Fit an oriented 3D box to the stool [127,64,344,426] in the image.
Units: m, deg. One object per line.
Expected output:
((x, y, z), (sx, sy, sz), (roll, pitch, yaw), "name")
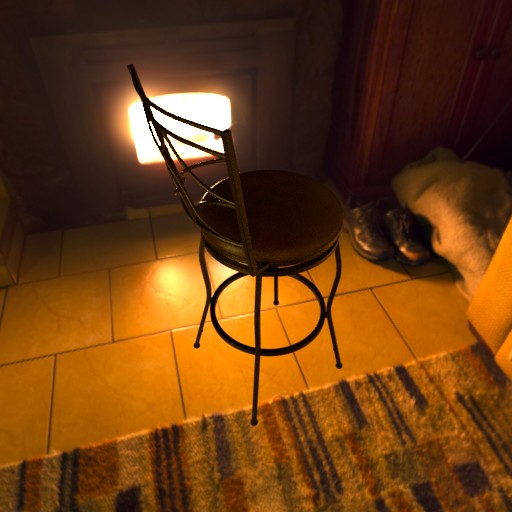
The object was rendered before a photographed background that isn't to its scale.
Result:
((0.000, 0.000, 1.378), (0.534, 1.117, 0.434), (-25, 47, -26), "stool")
